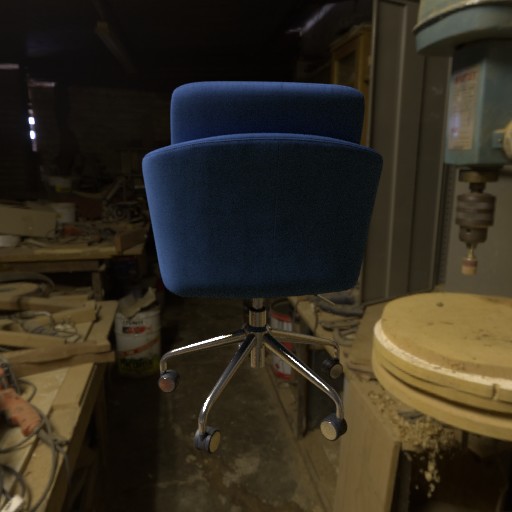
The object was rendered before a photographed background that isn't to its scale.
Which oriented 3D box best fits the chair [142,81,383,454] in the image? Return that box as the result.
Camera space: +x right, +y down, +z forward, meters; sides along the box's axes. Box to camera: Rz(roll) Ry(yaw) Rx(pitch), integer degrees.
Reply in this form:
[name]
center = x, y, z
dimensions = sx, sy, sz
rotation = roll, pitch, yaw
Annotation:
[chair]
center = 0.000, 0.000, 1.342
dimensions = 0.641, 0.908, 0.635
rotation = -2, 13, -9
